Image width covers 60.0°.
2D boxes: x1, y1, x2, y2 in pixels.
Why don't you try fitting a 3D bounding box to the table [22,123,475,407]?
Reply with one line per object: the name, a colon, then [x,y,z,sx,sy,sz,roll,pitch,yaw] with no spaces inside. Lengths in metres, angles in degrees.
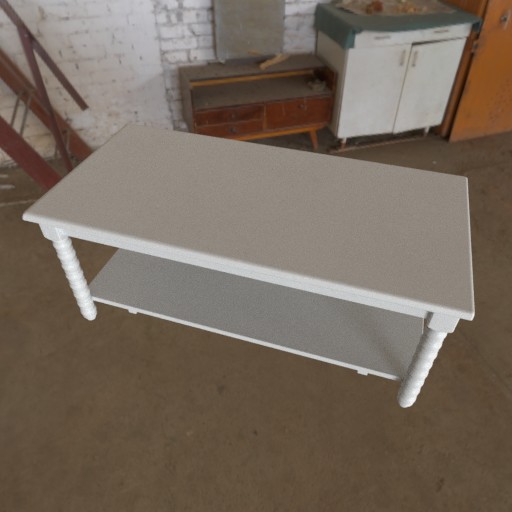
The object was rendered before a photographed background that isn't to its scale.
table: [0.000,0.000,1.443,1.171,0.487,0.580,12,44,13]
